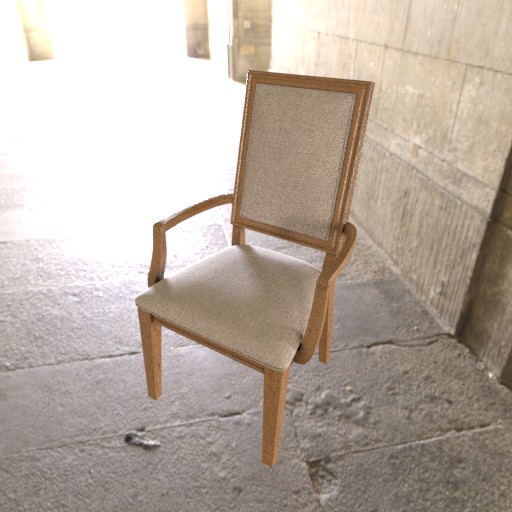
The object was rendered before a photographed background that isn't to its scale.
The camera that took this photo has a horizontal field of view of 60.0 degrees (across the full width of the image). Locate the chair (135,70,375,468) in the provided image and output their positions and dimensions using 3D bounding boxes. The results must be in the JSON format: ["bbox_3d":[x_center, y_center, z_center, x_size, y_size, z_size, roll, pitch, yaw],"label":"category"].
[{"bbox_3d":[0.000,0.000,1.386,0.606,0.990,0.602,18,35,28],"label":"chair"}]
